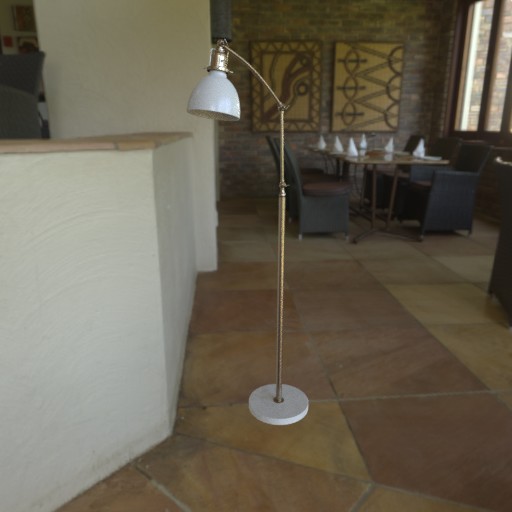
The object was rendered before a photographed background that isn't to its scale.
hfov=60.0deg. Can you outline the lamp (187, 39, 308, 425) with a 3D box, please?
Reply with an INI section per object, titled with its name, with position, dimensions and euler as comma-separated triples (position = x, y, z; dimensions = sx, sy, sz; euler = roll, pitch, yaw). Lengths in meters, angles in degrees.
[lamp]
position = 0.000, 0.000, 1.826
dimensions = 0.288, 1.586, 0.599
euler = 15, 22, 42
